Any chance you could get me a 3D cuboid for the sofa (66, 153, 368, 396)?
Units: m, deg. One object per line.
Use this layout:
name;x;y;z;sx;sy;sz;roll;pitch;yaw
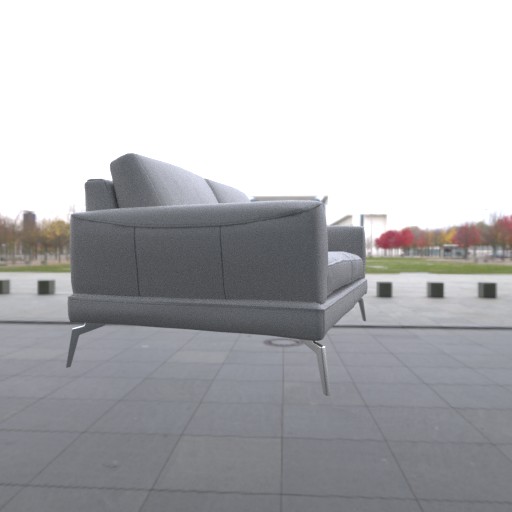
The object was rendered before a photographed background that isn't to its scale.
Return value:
sofa;0.000;0.000;2.502;1.121;0.930;1.819;0;1;19
